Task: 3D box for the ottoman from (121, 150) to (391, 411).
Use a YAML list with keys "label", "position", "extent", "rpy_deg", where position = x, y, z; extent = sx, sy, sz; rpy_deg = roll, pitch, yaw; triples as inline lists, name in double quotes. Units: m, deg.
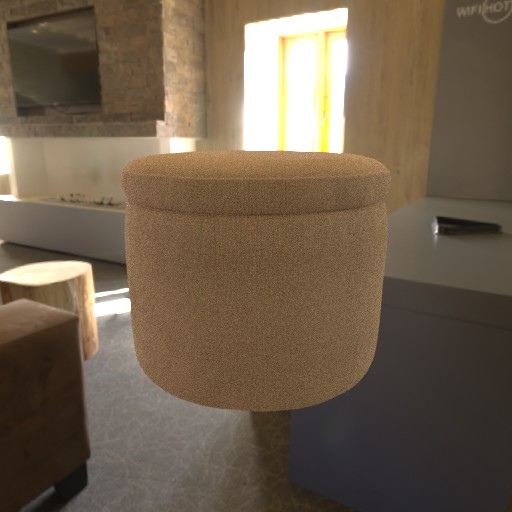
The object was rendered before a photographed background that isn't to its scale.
- label: "ottoman"
  position: [0.000, 0.000, 0.885]
  extent: [0.497, 0.409, 0.497]
  rpy_deg: [0, 15, 0]
